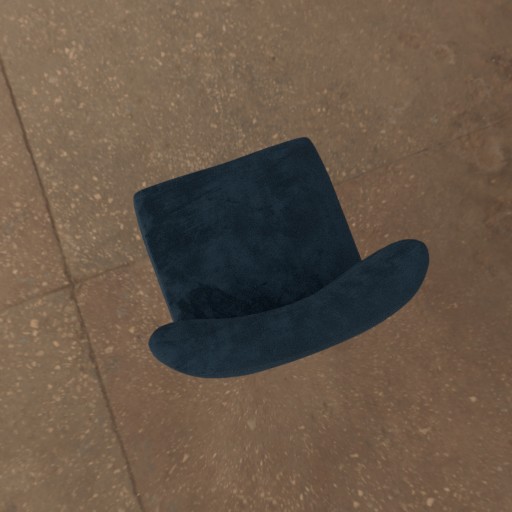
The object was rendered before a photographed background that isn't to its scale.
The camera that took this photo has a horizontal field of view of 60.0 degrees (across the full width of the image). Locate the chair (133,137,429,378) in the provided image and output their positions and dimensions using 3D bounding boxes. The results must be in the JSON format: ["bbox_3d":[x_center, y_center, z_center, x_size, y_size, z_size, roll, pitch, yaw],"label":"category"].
[{"bbox_3d":[0.000,0.000,1.151,0.530,0.824,0.560,-19,76,-5],"label":"chair"}]
